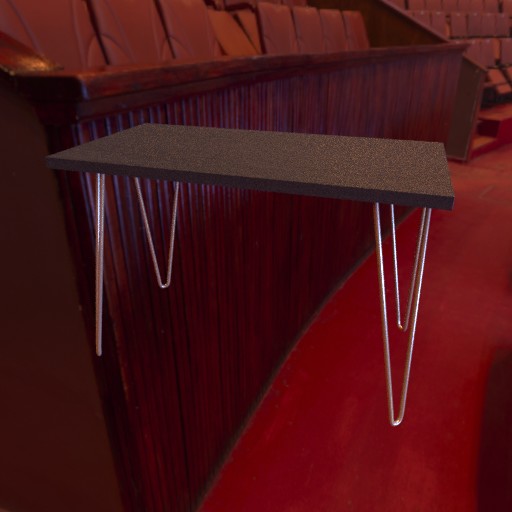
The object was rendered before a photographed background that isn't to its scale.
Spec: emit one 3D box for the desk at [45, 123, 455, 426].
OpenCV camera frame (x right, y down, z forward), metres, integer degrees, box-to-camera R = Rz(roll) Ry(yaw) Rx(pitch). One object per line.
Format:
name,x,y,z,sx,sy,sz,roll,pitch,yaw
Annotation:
desk,0.000,0.000,1.374,0.991,0.660,0.499,8,28,16
